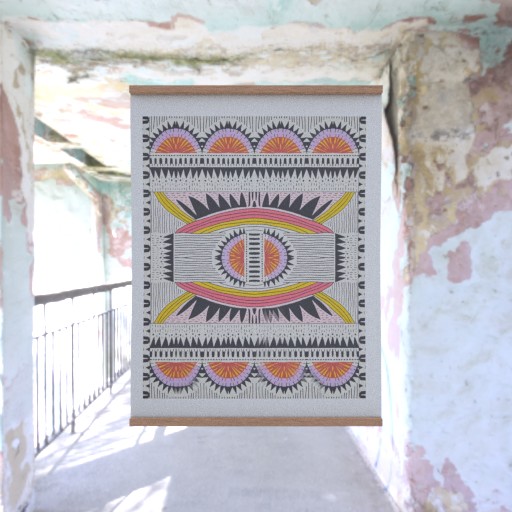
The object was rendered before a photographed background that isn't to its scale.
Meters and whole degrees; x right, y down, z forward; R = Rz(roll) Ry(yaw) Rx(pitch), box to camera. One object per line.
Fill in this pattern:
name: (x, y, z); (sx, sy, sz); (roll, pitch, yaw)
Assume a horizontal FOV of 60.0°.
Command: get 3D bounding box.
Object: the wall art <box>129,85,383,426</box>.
wall art: (0.000, 0.000, 0.806); (0.456, 0.609, 0.028); (0, 0, 0)
